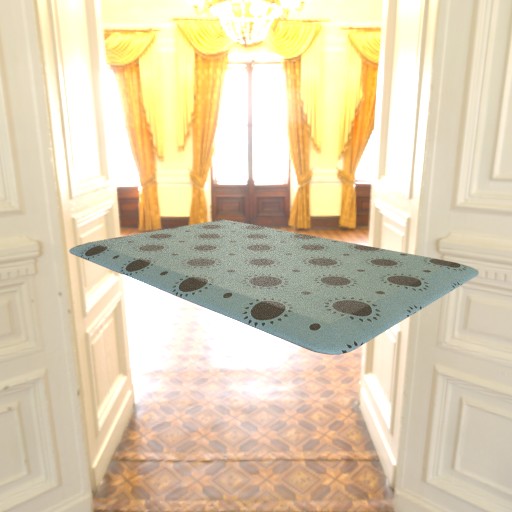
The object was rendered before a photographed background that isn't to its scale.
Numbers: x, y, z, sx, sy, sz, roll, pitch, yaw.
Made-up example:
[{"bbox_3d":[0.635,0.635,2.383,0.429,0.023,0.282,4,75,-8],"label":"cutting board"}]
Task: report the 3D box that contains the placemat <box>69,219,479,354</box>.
[{"bbox_3d":[0.000,0.000,0.952,0.762,0.021,0.508,14,20,42],"label":"placemat"}]
